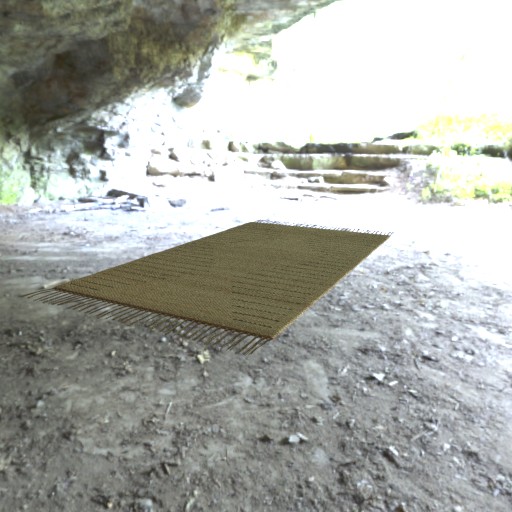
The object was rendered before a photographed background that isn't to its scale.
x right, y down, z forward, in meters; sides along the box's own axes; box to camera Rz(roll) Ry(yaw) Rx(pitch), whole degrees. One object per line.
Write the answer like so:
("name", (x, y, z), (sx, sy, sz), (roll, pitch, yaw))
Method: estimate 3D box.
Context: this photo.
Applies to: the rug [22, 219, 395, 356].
("rug", (0.000, 0.000, 2.030), (0.905, 0.017, 1.718), (8, 17, 27))
